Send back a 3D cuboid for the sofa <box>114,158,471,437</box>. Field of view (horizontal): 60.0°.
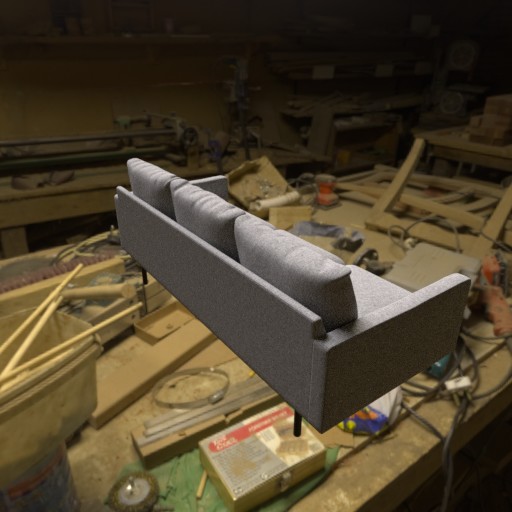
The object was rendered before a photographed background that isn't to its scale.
[{"bbox_3d":[0.000,0.000,2.436,0.850,0.830,2.000,-17,30,-32],"label":"sofa"}]
